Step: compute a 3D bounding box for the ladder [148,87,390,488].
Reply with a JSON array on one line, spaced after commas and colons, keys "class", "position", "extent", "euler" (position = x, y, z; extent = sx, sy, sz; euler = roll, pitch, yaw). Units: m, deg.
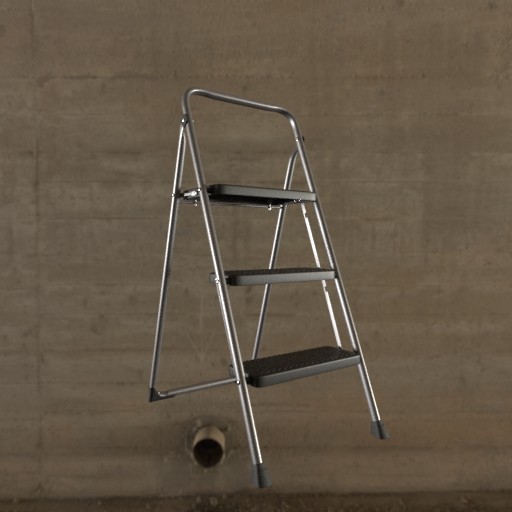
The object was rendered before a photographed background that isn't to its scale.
[{"class": "ladder", "position": [0.000, 0.000, 1.281], "extent": [0.430, 0.945, 0.629], "euler": [-1, 2, -36]}]
